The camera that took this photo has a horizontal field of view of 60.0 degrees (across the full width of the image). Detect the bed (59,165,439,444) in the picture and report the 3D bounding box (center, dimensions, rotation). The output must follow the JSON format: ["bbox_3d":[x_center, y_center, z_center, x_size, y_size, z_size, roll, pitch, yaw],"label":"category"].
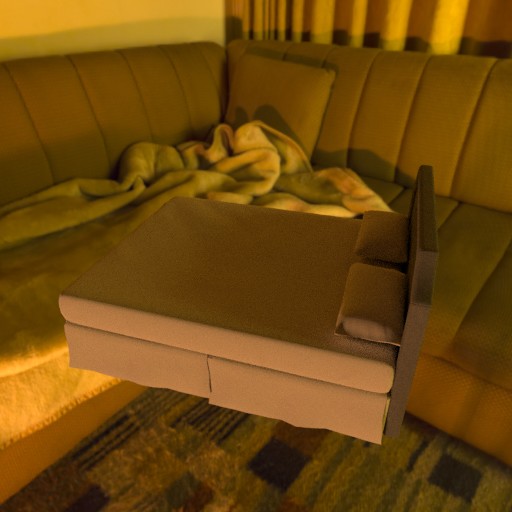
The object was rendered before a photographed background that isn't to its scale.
[{"bbox_3d":[0.000,0.000,3.546,2.464,1.306,1.977,9,32,15],"label":"bed"}]
